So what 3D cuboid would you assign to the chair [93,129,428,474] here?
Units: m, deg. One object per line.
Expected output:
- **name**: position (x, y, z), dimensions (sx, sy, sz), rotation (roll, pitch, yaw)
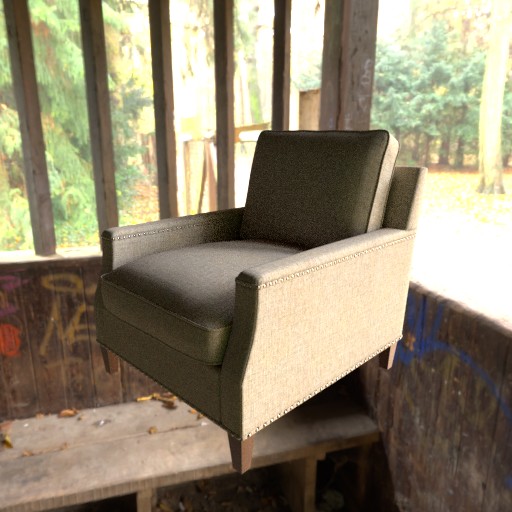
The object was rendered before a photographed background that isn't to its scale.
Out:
- **chair**: position (0.000, 0.000, 1.706), dimensions (0.853, 0.943, 1.014), rotation (15, 21, 43)
